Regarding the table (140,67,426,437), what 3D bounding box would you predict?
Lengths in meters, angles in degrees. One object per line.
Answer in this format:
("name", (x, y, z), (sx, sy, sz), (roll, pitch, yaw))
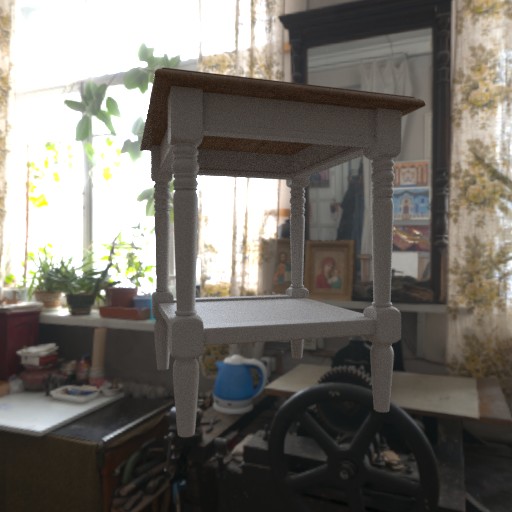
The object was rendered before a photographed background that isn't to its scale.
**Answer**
("table", (0.000, 0.000, 0.946), (0.457, 0.561, 0.508), (0, 1, -17))
